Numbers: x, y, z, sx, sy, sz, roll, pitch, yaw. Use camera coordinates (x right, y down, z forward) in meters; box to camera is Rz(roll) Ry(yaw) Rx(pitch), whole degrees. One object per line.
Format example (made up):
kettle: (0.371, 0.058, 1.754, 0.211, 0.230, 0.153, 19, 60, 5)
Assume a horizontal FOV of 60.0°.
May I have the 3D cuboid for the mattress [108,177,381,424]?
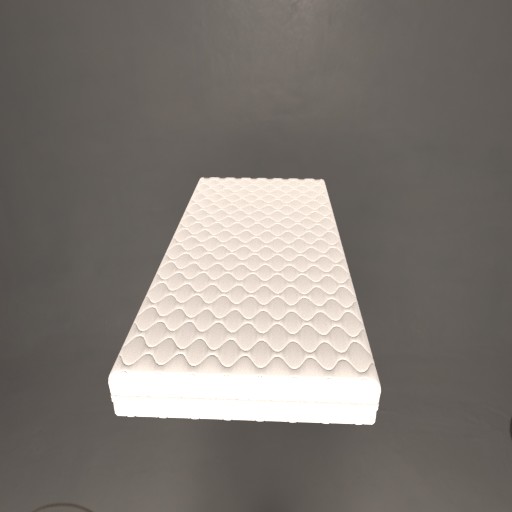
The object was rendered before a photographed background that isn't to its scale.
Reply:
mattress: (0.000, 0.000, 2.343, 0.900, 0.200, 2.000, 1, 29, 2)
